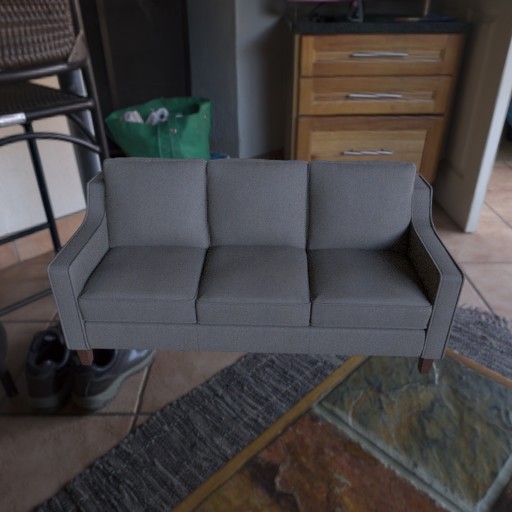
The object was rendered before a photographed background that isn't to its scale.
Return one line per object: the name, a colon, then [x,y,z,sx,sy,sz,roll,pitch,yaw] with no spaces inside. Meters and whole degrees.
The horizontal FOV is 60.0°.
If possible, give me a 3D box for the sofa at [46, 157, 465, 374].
sofa: [0.000,0.000,2.539,1.986,0.974,0.911,1,30,2]
